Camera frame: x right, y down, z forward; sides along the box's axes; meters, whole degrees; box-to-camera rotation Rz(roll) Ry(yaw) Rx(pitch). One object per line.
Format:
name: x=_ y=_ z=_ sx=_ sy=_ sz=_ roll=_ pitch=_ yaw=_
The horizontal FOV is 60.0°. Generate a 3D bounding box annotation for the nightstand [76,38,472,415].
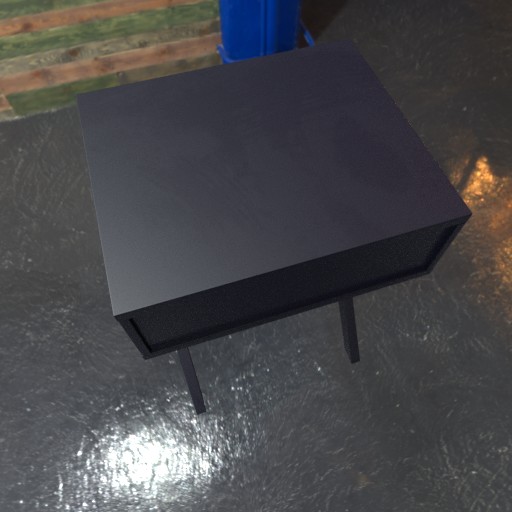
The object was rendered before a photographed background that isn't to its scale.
nightstand: x=0.000 y=0.000 z=0.919 sx=0.479 sy=0.623 sz=0.402 roll=-16 pitch=61 yaw=-9
